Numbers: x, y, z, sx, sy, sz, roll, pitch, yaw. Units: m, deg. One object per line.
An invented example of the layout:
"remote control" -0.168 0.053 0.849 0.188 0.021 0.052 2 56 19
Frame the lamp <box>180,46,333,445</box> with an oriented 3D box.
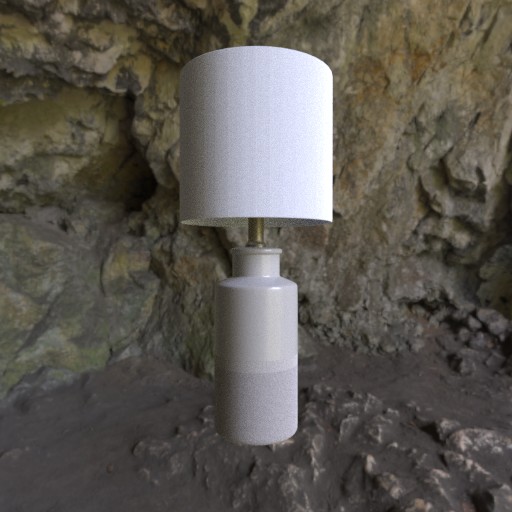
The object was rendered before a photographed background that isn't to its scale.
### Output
"lamp" 0.000 0.000 0.626 0.212 0.493 0.212 0 1 0
